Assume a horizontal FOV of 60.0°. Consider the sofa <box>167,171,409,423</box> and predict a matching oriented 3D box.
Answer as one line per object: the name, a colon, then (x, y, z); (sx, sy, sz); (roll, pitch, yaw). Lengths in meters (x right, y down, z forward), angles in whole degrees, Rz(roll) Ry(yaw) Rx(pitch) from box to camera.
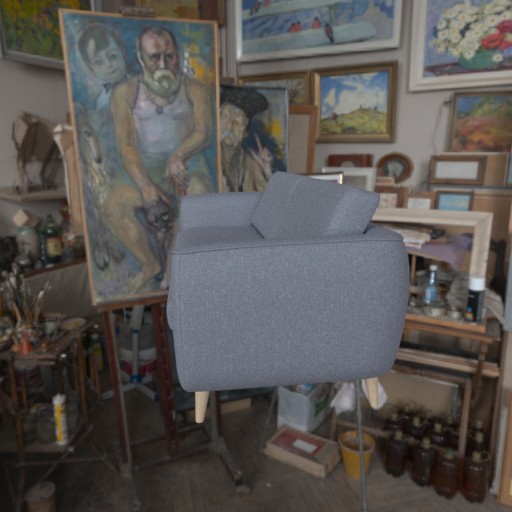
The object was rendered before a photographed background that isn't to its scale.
sofa: (0.000, 0.000, 2.518); (0.920, 0.870, 2.000); (-2, 13, -8)
